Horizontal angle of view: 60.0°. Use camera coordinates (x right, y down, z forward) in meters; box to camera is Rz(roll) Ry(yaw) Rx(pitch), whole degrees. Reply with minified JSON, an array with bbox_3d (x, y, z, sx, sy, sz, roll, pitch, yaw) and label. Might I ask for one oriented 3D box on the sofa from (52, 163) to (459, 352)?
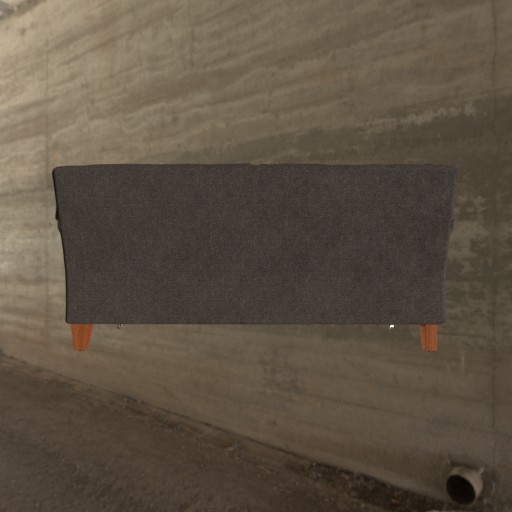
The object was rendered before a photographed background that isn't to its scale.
[{"bbox_3d":[0.000,0.000,2.800,2.160,1.054,1.087,0,0,1],"label":"sofa"}]
